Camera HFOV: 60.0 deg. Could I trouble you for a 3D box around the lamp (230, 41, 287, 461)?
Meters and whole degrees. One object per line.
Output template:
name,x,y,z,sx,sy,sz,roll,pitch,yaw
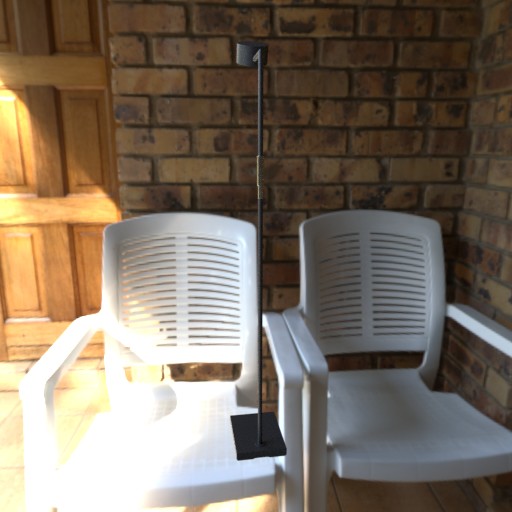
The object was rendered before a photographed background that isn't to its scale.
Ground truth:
lamp,0.000,0.000,1.730,0.203,1.600,0.304,-2,14,-9
